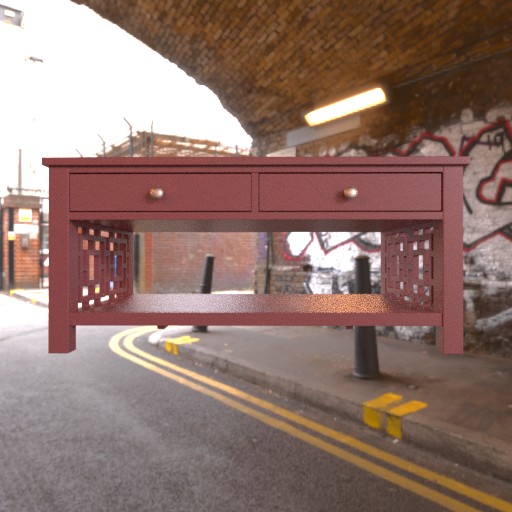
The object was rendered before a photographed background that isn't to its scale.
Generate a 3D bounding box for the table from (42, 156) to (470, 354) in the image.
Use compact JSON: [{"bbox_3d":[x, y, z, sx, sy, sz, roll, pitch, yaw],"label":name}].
[{"bbox_3d":[0.000,0.000,1.395,1.068,0.493,0.612,0,0,1],"label":"table"}]
